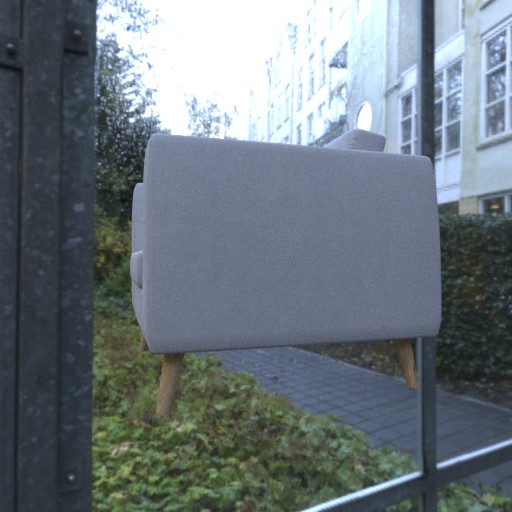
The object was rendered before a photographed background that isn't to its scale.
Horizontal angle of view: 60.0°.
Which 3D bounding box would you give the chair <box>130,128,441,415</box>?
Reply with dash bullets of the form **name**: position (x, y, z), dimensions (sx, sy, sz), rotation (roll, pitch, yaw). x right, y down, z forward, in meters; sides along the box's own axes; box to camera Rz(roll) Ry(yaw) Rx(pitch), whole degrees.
- **chair**: position (0.000, 0.000, 1.734), dimensions (0.930, 0.860, 1.000), rotation (0, 0, -18)
